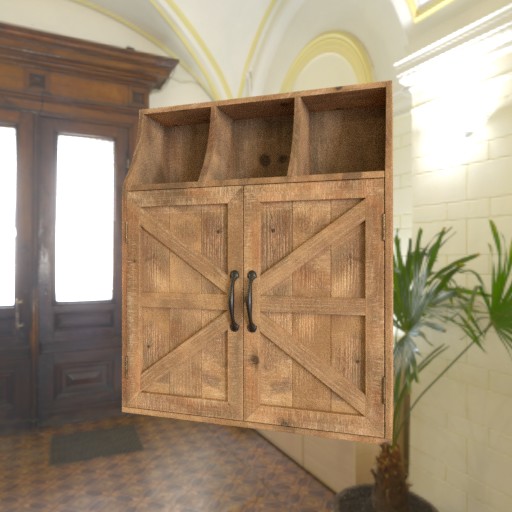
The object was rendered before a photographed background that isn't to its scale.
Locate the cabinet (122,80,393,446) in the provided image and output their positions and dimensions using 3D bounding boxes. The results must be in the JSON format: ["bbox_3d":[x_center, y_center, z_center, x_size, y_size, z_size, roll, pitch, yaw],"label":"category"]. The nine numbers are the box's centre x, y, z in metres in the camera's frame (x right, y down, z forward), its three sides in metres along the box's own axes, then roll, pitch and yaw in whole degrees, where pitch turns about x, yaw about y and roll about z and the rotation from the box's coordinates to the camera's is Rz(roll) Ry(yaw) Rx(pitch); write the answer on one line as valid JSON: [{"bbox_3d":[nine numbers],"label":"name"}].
[{"bbox_3d":[0.000,0.000,0.830,0.489,0.590,0.184,0,0,18],"label":"cabinet"}]
